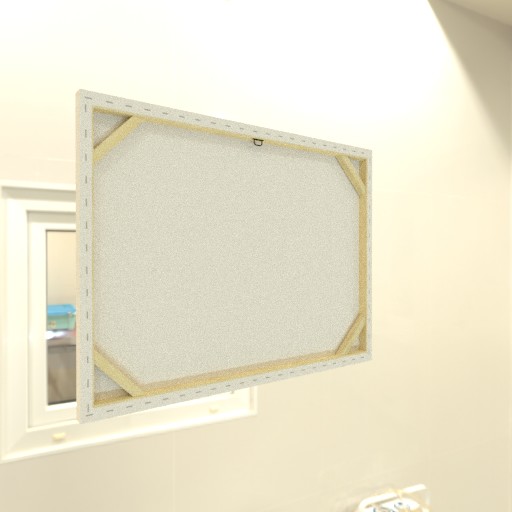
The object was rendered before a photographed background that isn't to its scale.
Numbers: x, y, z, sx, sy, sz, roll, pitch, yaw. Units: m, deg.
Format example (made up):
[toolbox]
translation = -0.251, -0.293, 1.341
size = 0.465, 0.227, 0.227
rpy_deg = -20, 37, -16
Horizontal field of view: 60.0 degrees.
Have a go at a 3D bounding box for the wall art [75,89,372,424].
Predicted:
[wall art]
translation = 0.000, 0.000, 1.321
size = 1.016, 0.762, 0.038
rpy_deg = 0, 1, -36
